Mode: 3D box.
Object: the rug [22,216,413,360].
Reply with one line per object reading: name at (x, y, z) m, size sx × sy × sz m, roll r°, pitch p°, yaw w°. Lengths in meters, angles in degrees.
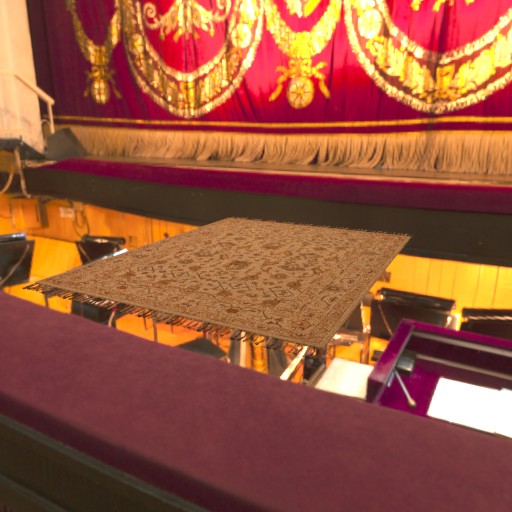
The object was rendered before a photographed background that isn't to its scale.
rug at (0.000, 0.000, 2.258) m, size 1.278 × 0.009 × 1.726 m, roll 8°, pitch 18°, yaw 26°
